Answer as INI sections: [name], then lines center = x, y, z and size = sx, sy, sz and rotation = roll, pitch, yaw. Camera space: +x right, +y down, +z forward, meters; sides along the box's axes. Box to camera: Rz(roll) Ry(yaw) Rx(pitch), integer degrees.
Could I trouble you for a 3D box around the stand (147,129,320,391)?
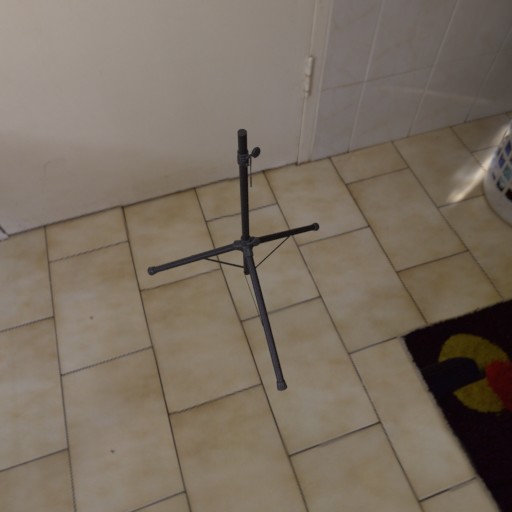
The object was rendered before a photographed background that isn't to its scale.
[stand]
center = 0.000, 0.000, 1.928
size = 1.045, 1.136, 0.907
rotation = -14, 59, -9
